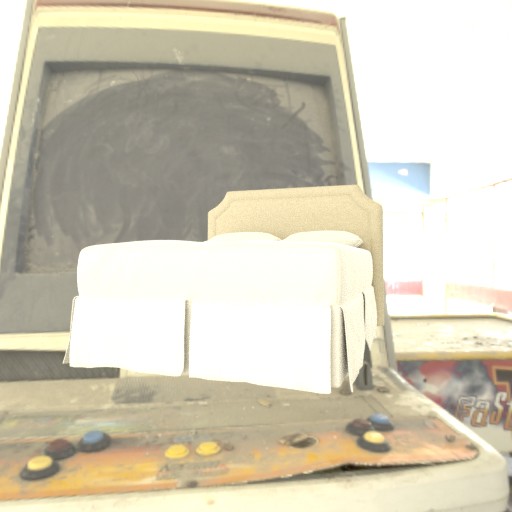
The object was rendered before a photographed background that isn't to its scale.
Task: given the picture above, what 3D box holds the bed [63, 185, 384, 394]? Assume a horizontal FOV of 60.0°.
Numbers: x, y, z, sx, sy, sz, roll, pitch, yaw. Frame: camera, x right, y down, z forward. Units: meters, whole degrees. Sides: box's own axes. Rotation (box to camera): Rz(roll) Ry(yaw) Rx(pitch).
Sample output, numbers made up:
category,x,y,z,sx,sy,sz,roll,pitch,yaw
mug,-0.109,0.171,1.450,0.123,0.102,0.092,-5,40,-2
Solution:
category,x,y,z,sx,sy,sz,roll,pitch,yaw
bed,0.000,0.000,3.221,1.693,1.290,2.116,0,-1,19
